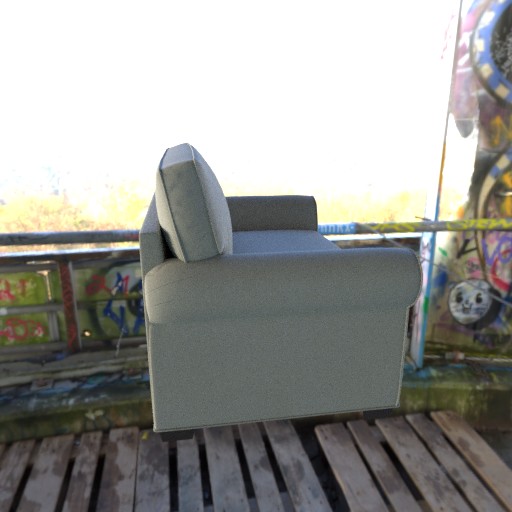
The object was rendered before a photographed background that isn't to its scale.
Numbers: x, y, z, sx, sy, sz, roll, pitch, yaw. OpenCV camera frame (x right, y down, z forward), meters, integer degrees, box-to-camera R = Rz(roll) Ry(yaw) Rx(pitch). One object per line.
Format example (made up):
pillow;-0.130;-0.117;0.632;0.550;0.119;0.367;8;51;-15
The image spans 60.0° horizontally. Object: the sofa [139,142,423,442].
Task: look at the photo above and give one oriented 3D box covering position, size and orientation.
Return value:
sofa;0.000;0.000;2.089;0.937;1.006;1.405;-3;17;-9
